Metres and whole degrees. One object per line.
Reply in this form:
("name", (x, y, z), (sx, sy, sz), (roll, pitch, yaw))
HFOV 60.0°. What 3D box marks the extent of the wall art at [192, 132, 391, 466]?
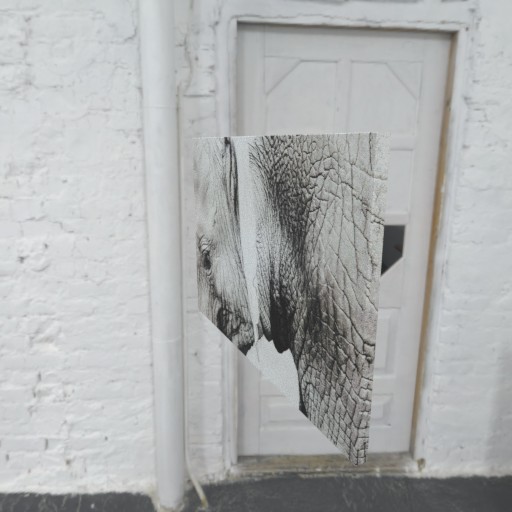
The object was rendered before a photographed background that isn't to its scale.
("wall art", (0.000, 0.000, 1.454), (0.035, 0.758, 1.141), (-7, 16, -25))
